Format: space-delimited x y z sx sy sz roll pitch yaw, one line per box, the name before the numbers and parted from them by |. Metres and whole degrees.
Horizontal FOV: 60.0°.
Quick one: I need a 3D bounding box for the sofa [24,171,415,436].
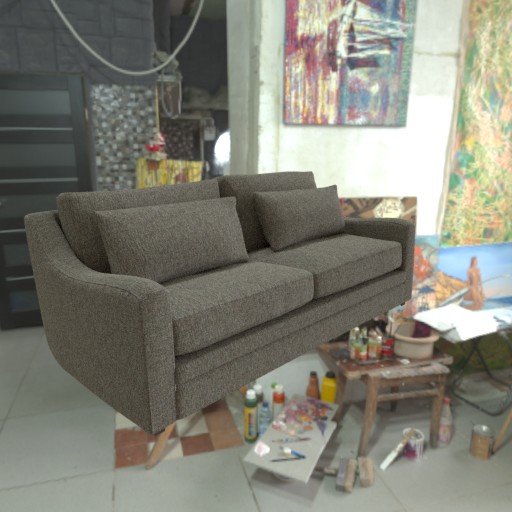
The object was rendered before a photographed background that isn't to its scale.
sofa | 0.000 0.000 2.872 1.103 0.998 2.418 13 19 43
